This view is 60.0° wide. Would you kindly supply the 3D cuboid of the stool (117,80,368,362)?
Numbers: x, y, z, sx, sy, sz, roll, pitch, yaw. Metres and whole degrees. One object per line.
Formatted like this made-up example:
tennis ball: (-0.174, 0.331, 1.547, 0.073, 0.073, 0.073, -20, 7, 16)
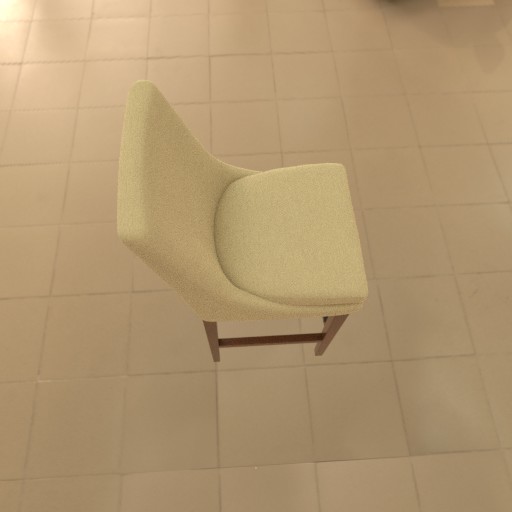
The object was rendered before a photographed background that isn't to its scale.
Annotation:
stool: (0.000, 0.000, 1.400, 0.577, 1.078, 0.470, -3, 65, -2)
